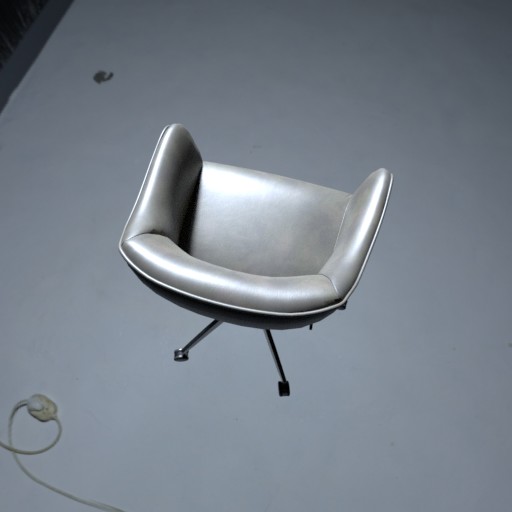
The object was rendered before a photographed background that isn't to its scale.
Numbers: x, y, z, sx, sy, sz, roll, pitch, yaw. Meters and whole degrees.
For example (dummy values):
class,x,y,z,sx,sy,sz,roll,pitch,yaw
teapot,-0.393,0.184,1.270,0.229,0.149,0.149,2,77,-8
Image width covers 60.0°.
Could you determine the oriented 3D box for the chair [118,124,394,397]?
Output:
class,x,y,z,sx,sy,sz,roll,pitch,yaw
chair,0.000,0.000,1.427,0.713,0.827,0.689,14,65,7
